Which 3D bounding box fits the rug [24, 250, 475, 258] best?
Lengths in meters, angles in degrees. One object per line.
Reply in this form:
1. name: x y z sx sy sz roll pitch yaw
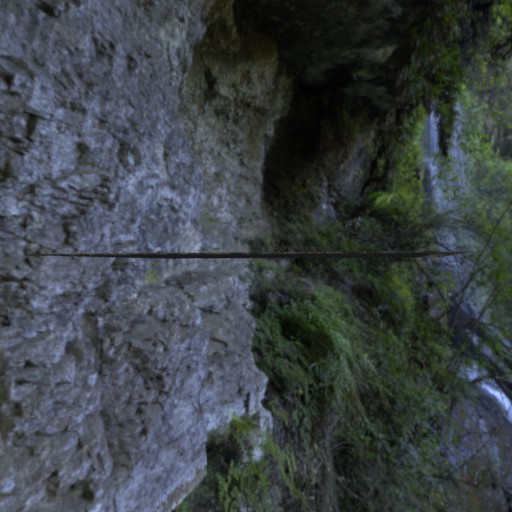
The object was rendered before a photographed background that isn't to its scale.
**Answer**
1. rug: 0.000 0.000 2.954 2.438 0.011 1.524 0 -1 17
